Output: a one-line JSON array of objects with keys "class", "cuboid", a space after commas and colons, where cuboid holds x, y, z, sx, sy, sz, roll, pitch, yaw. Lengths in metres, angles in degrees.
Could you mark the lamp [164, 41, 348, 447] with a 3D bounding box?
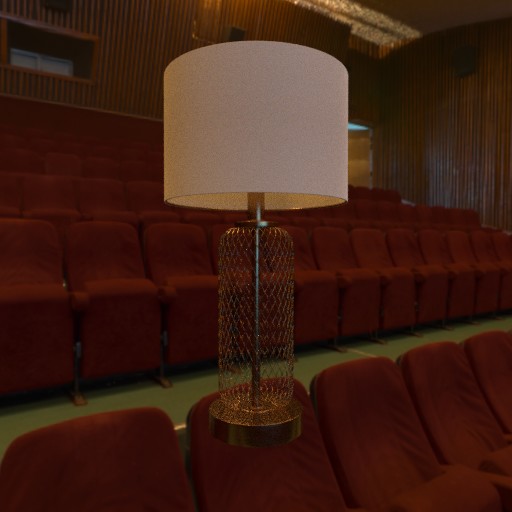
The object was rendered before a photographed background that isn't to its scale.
[{"class": "lamp", "cuboid": [0.000, 0.000, 0.623, 0.252, 0.483, 0.252, -1, 1, -35]}]
